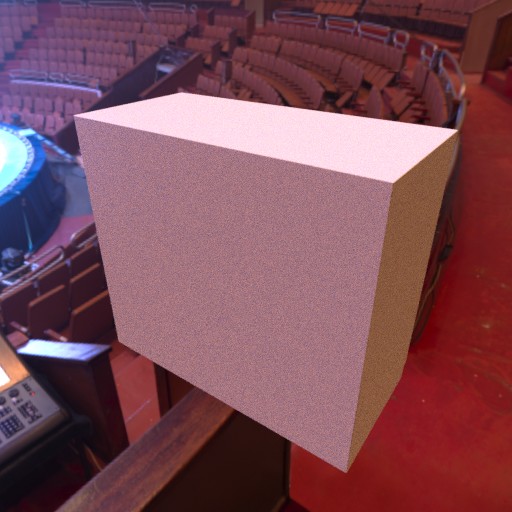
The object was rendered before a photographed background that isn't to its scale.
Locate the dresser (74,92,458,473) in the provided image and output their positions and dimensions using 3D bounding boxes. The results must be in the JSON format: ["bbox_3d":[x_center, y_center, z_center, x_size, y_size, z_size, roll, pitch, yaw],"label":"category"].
[{"bbox_3d":[0.000,0.000,1.242,0.830,0.740,0.420,19,35,30],"label":"dresser"}]
